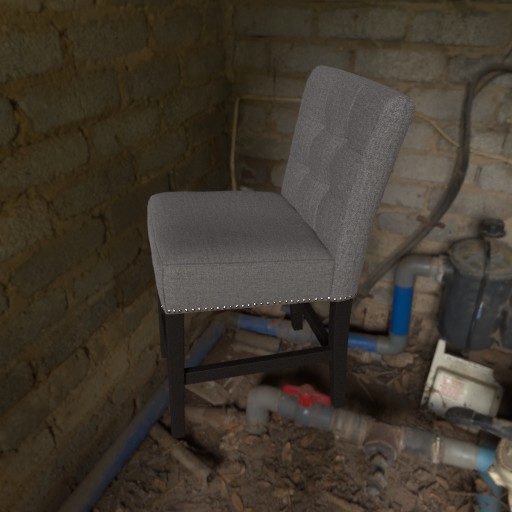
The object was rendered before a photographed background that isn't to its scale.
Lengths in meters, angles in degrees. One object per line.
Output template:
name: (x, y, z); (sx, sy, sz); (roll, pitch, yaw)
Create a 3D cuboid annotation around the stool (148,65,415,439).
stool: (0.000, 0.000, 1.193); (0.571, 0.885, 0.427); (-8, 32, -13)
